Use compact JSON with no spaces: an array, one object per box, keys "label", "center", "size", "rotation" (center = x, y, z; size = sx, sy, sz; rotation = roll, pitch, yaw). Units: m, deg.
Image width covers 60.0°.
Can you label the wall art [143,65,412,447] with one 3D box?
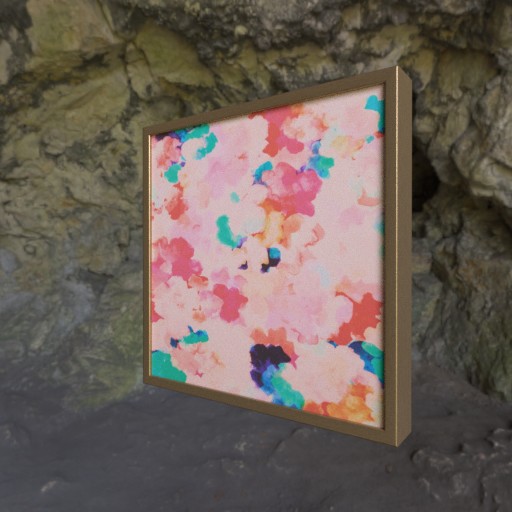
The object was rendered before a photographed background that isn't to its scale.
[{"label":"wall art","center":[0.000,0.000,0.457],"size":[0.304,0.305,0.038],"rotation":[0,0,35]}]
